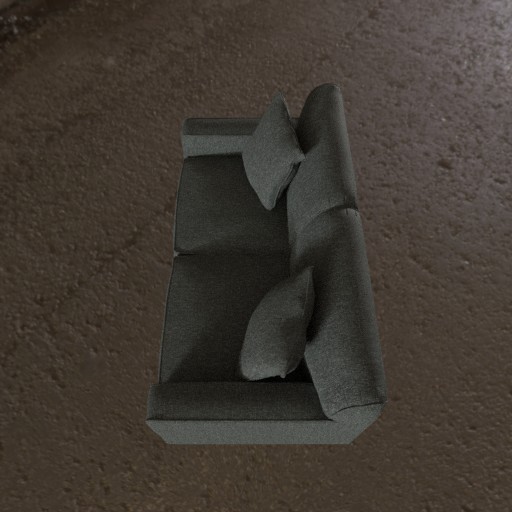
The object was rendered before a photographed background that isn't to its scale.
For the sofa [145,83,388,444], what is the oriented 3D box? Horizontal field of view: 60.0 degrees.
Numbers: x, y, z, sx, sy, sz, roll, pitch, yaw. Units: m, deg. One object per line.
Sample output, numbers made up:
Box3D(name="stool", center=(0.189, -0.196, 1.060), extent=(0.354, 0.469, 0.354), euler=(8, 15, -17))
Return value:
Box3D(name="sofa", center=(0.000, 0.000, 2.448), extent=(0.998, 0.958, 1.846), euler=(0, 58, 0))
